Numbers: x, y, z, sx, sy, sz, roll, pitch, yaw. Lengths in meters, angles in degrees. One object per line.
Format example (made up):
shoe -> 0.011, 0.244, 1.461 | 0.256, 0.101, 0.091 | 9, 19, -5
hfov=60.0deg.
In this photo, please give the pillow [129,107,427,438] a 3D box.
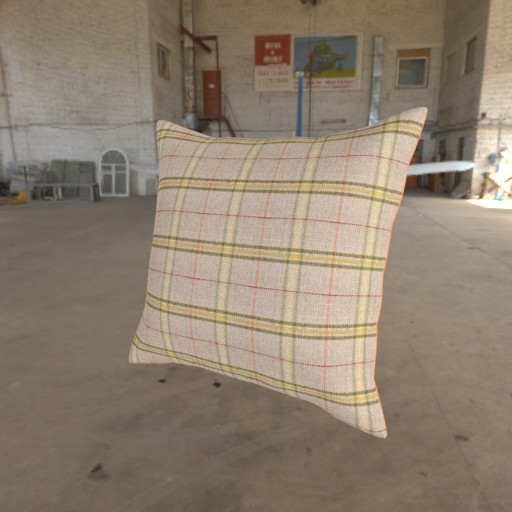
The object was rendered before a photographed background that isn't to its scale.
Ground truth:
pillow -> 0.000, 0.000, 0.687 | 0.453, 0.430, 0.200 | 7, 14, 27
